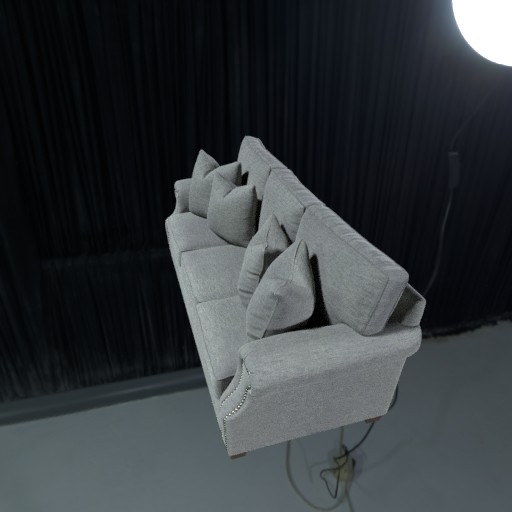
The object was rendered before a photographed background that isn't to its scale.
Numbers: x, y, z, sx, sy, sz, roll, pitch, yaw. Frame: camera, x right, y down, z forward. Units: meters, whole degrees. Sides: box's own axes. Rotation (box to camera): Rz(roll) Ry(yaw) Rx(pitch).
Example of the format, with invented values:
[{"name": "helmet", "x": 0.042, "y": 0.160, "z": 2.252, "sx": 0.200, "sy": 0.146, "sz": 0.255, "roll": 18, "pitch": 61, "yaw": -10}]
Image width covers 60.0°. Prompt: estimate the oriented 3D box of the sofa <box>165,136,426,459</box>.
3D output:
[{"name": "sofa", "x": 0.000, "y": 0.000, "z": 2.891, "sx": 0.965, "sy": 0.975, "sz": 2.312, "roll": -9, "pitch": 32, "yaw": -15}]
